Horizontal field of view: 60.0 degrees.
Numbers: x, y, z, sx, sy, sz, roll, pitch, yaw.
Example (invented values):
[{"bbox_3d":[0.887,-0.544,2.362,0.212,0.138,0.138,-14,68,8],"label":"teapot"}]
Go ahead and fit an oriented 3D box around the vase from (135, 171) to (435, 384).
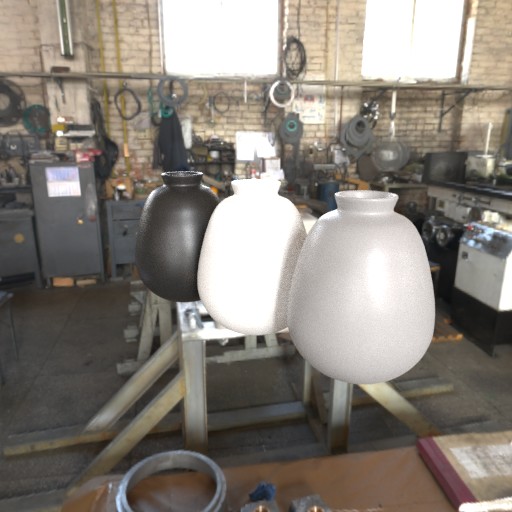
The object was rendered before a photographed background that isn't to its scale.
[{"bbox_3d":[0.000,0.000,0.366,0.097,0.122,0.297,-15,21,-42],"label":"vase"}]
